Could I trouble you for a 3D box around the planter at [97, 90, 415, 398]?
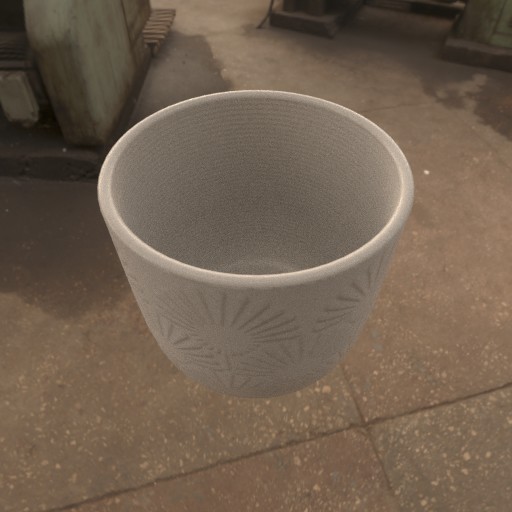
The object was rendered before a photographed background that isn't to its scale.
[{"bbox_3d":[0.000,0.000,0.217,0.124,0.109,0.124,0,48,0],"label":"planter"}]
